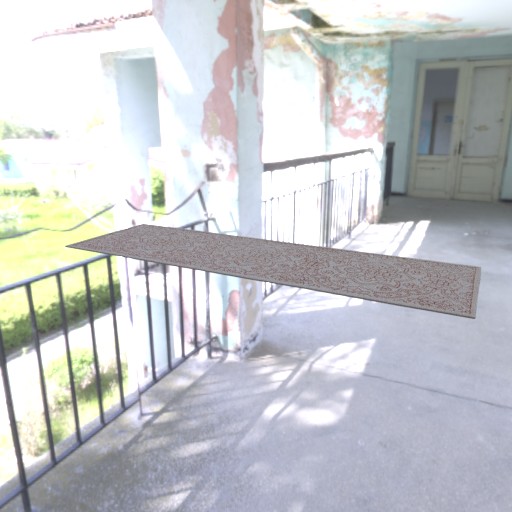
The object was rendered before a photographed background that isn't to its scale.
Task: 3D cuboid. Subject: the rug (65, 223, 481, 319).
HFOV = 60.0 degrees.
[{"bbox_3d":[0.000,0.000,2.696,2.448,0.012,0.769,8,19,26],"label":"rug"}]
